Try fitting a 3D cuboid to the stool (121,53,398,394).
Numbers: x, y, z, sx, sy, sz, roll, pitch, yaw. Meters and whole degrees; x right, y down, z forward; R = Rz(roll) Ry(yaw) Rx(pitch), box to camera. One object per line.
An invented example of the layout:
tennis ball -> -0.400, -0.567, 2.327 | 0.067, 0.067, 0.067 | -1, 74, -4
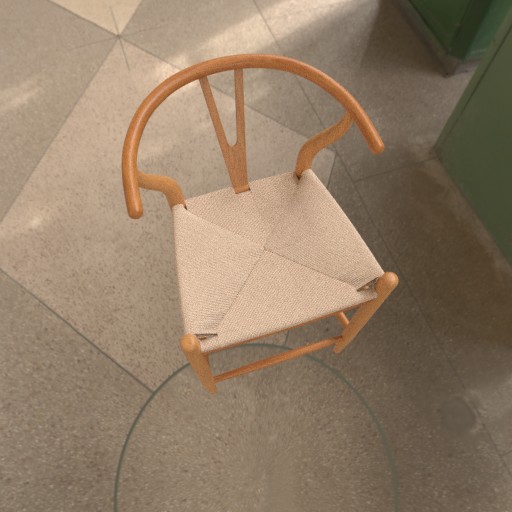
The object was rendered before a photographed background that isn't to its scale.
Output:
stool -> 0.000, 0.000, 1.333 | 0.569, 0.970, 0.579 | -16, 64, -8
